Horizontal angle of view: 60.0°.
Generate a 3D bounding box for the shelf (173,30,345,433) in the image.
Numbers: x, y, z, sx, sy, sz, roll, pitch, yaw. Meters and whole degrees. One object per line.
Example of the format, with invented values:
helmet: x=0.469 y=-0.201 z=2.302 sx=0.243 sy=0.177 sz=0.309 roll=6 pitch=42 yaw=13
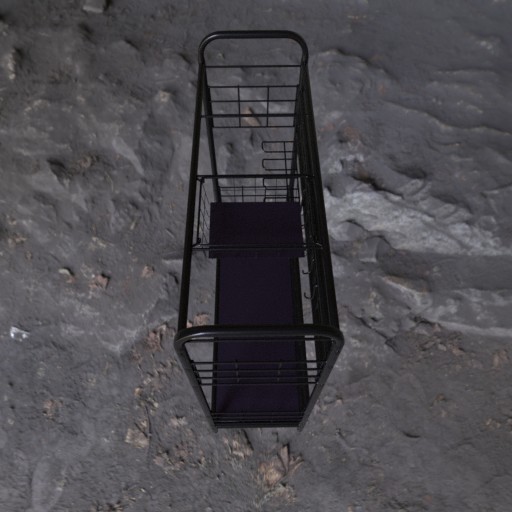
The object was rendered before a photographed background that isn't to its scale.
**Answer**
shelf: x=0.000 y=0.000 z=1.507 sx=0.350 sy=1.026 sz=0.961 roll=-1 pitch=59 yaw=0
